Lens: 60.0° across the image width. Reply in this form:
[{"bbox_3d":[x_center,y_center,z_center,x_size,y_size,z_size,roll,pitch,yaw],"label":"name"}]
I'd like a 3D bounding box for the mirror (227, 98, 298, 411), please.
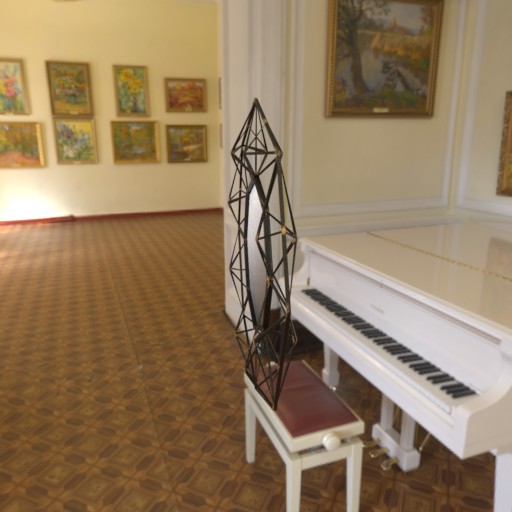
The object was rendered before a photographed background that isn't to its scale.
[{"bbox_3d":[0.000,0.000,1.053,0.094,0.710,0.710,-2,15,-8],"label":"mirror"}]
